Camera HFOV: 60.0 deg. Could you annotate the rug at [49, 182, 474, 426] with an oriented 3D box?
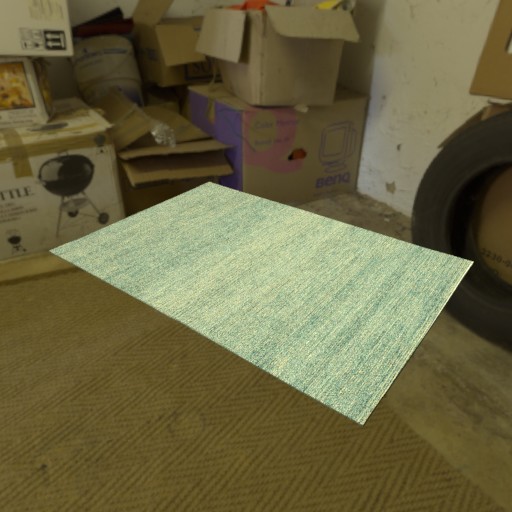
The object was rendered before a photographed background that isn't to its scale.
[{"bbox_3d":[0.000,0.000,5.125,4.078,0.052,2.802,22,37,32],"label":"rug"}]
